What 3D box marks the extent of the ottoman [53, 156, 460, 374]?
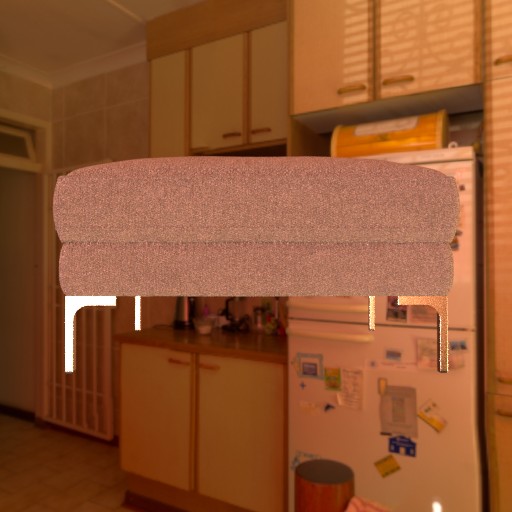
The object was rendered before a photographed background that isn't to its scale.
[{"bbox_3d":[0.000,0.000,1.137,0.785,0.464,0.583,0,-1,-1],"label":"ottoman"}]
